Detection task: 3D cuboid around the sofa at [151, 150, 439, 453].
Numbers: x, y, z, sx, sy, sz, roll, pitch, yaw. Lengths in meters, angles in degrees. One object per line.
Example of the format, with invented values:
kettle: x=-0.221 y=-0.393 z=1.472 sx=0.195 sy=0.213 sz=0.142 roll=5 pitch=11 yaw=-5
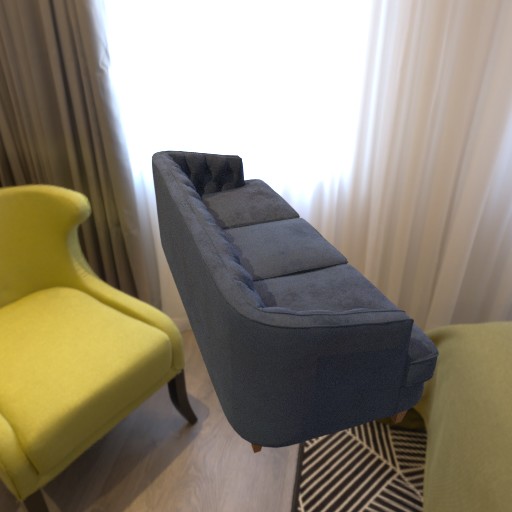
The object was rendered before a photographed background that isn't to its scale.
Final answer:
sofa: x=0.000 y=0.000 z=2.718 sx=0.941 sy=0.855 sz=2.278 roll=-10 pitch=32 yaw=-17
